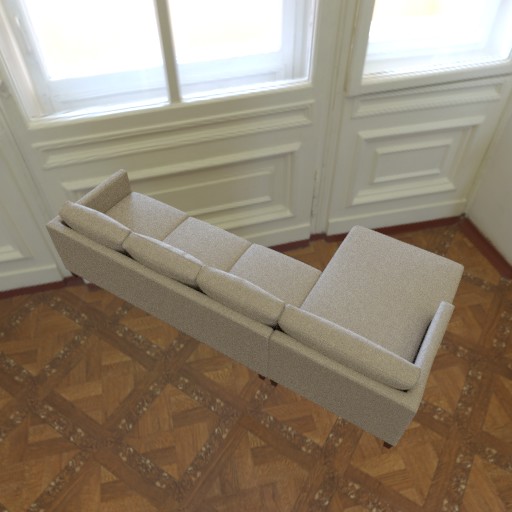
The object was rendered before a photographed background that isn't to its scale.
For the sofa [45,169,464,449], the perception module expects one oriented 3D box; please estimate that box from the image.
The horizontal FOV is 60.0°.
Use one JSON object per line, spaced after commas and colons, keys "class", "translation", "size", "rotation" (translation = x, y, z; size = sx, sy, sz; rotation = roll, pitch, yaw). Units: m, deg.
{"class": "sofa", "translation": [0.000, 0.000, 3.823], "size": [3.186, 0.846, 1.625], "rotation": [24, 52, 20]}
